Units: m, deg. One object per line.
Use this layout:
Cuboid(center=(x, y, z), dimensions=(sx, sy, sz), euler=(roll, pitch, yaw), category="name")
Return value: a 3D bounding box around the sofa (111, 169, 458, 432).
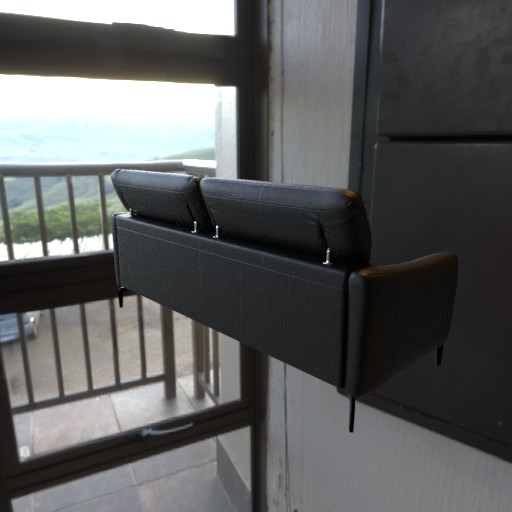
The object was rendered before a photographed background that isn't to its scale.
Cuboid(center=(0.000, 0.000, 2.582), dimensions=(0.856, 0.957, 2.069), euler=(-13, 20, -42), category="sofa")
